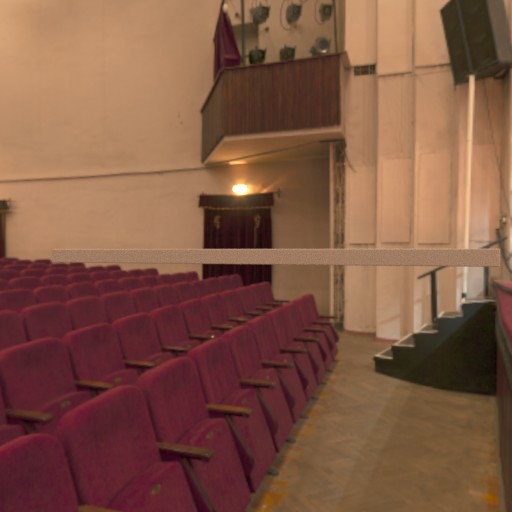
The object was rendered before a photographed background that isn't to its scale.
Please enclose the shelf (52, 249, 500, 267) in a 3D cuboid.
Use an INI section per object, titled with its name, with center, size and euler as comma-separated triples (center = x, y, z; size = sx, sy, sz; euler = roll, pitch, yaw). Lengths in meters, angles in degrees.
[shelf]
center = 0.000, 0.000, 0.649
size = 0.610, 0.020, 0.140
euler = 0, 1, 18
